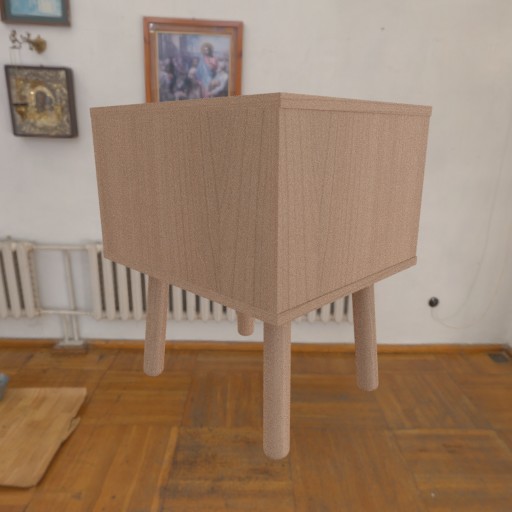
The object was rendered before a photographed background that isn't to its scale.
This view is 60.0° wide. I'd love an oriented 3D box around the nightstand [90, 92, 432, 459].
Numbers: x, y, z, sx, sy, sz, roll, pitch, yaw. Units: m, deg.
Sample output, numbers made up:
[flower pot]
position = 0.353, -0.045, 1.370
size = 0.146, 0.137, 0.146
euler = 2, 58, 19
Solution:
[nightstand]
position = 0.000, 0.000, 0.831
size = 0.450, 0.530, 0.380
euler = 15, 21, 43
